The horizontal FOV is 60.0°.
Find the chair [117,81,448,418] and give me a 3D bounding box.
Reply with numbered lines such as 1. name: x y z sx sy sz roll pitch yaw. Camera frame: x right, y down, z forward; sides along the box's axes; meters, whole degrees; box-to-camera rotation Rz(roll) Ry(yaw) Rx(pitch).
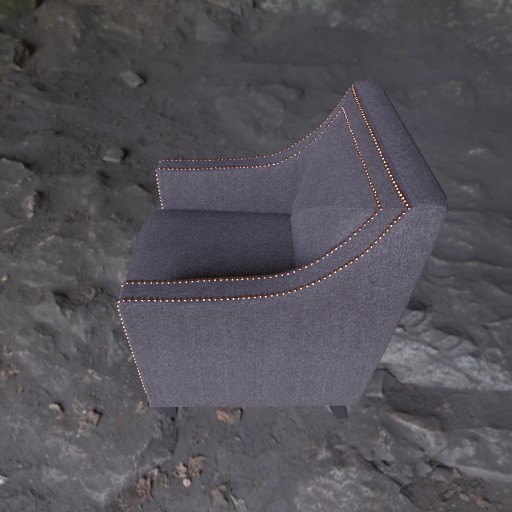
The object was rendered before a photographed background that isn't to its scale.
1. chair: 0.000 0.000 1.581 0.884 0.967 0.776 0 42 -1
